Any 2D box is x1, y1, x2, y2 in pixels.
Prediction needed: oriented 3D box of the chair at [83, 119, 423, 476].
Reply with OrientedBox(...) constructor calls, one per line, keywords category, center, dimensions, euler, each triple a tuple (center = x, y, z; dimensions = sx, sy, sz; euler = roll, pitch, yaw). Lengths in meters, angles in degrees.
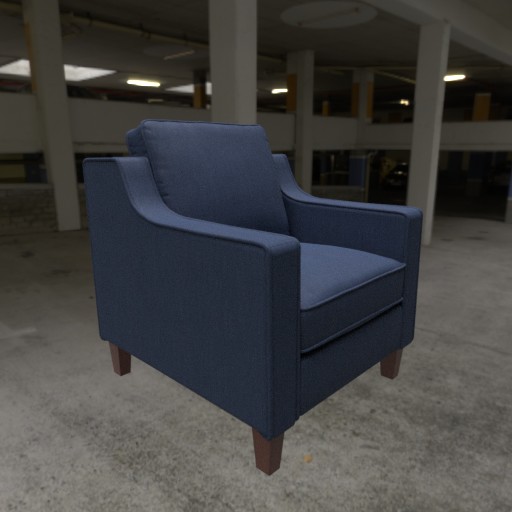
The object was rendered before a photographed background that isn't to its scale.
OrientedBox(category="chair", center=(0.000, 0.000, 1.625), dimensions=(0.909, 0.960, 0.831), euler=(13, 19, 42))
